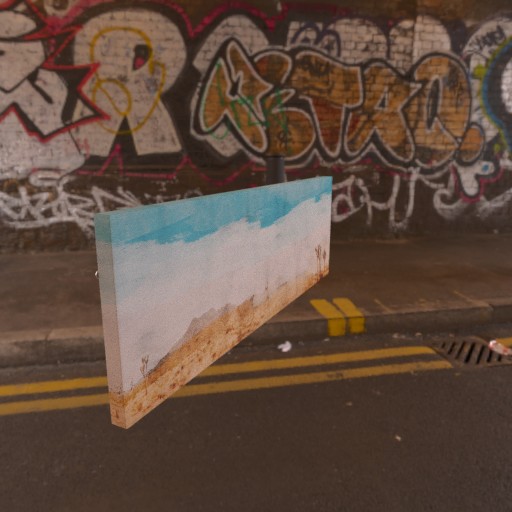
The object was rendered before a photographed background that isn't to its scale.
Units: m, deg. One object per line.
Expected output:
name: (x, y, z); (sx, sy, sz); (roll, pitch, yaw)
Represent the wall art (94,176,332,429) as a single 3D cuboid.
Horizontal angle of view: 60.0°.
wall art: (0.000, 0.000, 0.826); (0.044, 0.254, 0.759); (7, 15, 26)
